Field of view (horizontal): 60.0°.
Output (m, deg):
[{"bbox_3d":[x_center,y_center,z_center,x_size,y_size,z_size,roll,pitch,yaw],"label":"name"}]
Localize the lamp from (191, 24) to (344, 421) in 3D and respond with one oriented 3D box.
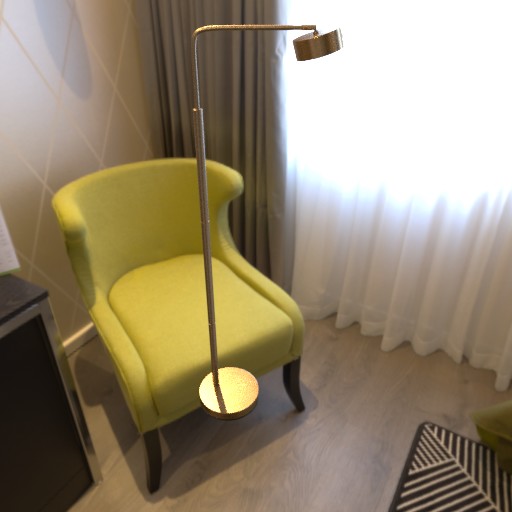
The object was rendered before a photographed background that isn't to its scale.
[{"bbox_3d":[0.000,0.000,1.330,0.418,1.230,0.219,0,32,0],"label":"lamp"}]
